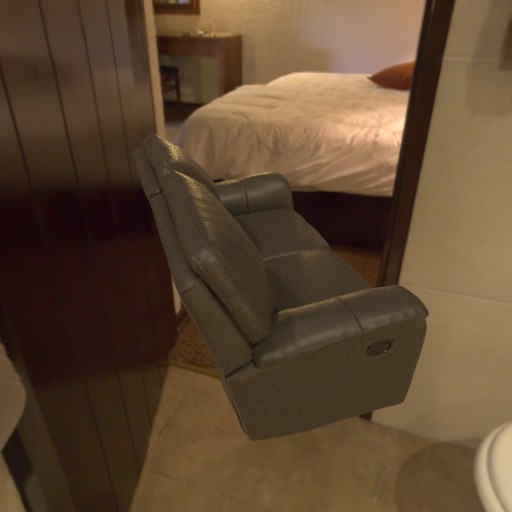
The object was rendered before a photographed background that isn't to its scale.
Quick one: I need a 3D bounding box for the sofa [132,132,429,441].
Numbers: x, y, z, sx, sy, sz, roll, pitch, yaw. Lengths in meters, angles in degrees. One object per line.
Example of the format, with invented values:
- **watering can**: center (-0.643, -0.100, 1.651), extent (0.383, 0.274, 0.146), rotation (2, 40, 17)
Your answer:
- **sofa**: center (0.000, 0.000, 2.460), extent (1.104, 1.111, 1.765), rotation (-9, 32, -16)
